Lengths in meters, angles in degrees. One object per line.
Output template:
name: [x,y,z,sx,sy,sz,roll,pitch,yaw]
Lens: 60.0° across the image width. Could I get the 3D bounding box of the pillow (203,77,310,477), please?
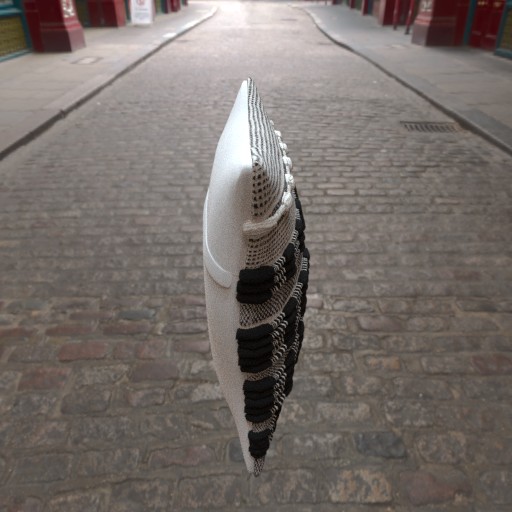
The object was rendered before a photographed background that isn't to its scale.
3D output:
pillow: [0.000,0.000,0.666,0.156,0.438,0.436,-1,31,-1]
